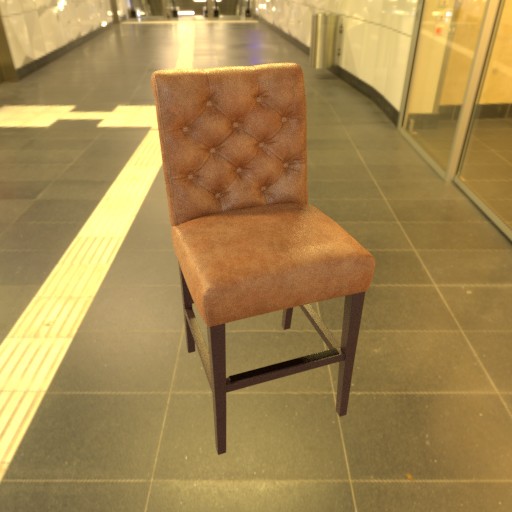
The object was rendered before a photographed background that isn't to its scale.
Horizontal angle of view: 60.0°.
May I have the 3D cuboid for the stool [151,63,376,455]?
[{"bbox_3d":[0.000,0.000,1.404,0.493,1.047,0.601,-11,34,-16],"label":"stool"}]
